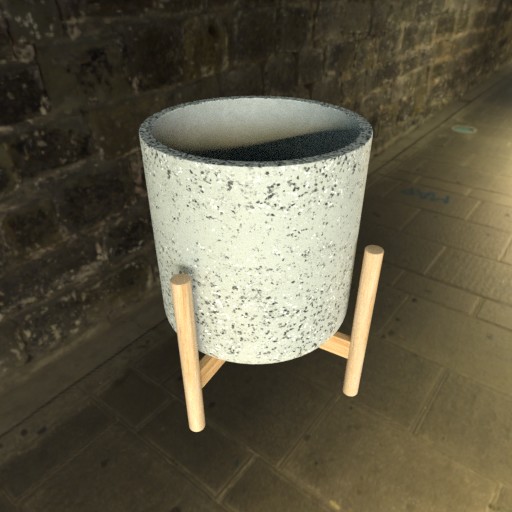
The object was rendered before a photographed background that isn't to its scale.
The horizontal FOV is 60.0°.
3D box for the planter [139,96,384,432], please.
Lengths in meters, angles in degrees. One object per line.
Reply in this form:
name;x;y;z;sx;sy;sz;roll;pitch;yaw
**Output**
planter;0.000;0.000;0.702;0.360;0.419;0.360;-23;39;-31
